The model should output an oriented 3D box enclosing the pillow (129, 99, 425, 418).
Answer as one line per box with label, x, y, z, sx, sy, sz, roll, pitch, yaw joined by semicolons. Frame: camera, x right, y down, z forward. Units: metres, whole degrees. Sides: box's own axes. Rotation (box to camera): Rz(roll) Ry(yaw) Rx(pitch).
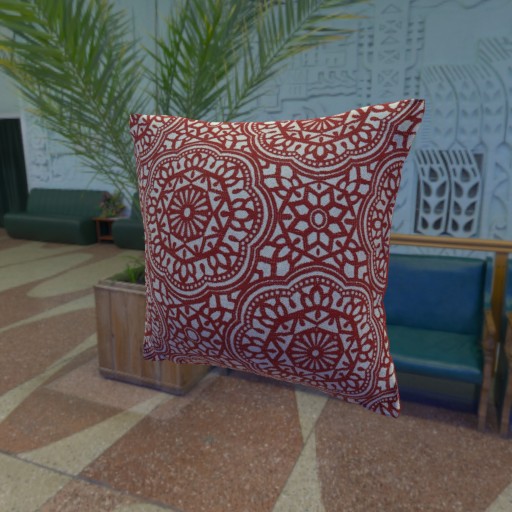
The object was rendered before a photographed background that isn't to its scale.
pillow;0.000;0.000;0.654;0.438;0.419;0.162;6;14;24
